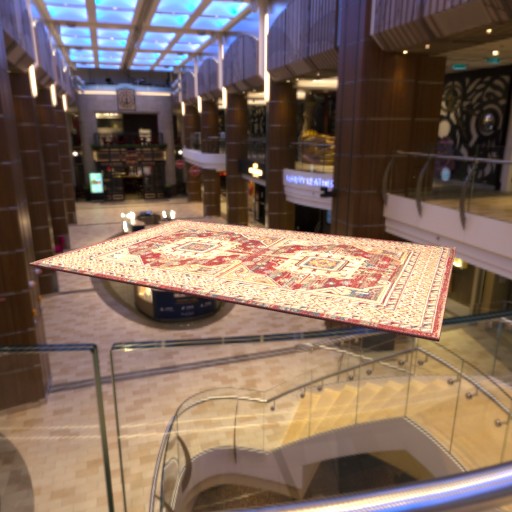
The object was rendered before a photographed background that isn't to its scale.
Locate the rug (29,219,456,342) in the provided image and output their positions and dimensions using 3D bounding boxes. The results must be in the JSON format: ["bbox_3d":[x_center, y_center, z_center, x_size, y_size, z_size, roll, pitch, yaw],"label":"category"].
[{"bbox_3d":[0.000,0.000,5.666,4.578,0.033,3.033,8,18,25],"label":"rug"}]
